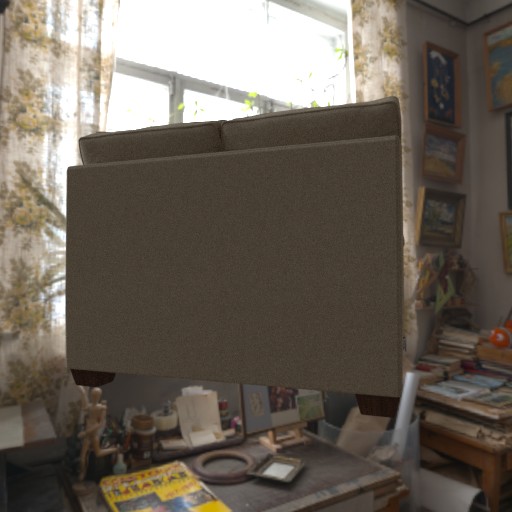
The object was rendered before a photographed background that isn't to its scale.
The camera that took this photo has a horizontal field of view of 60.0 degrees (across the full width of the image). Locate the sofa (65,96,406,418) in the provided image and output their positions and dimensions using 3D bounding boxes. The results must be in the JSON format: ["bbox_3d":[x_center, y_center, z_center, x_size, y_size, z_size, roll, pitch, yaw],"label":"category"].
[{"bbox_3d":[0.000,0.000,1.938,1.237,1.008,0.951,-1,-2,19],"label":"sofa"}]
